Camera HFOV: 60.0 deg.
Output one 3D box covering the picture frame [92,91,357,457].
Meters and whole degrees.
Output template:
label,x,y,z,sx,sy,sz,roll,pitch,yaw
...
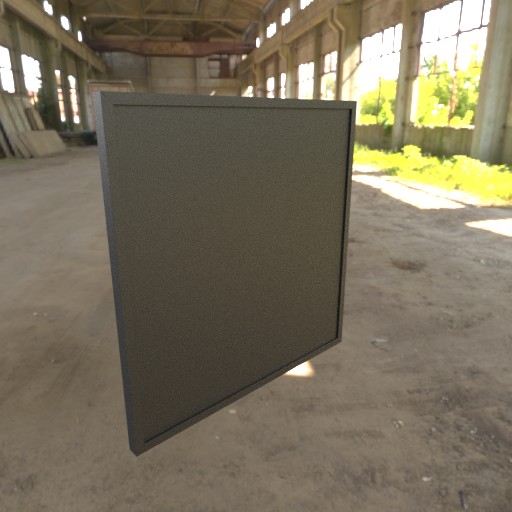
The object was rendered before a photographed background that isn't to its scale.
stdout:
label,x,y,z,sx,sy,sz,roll,pitch,yaw
picture frame,0.000,0.000,1.149,0.775,0.775,0.032,-16,24,-41
